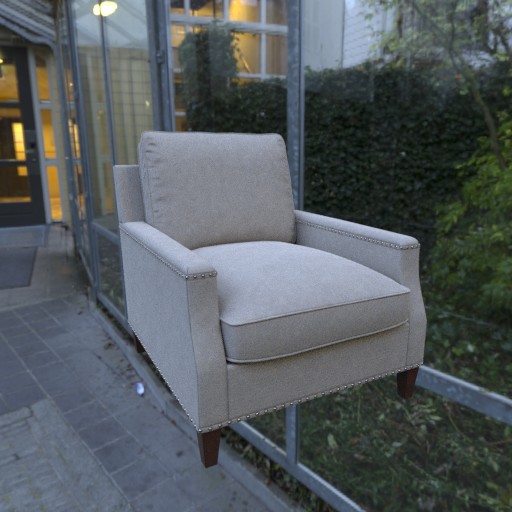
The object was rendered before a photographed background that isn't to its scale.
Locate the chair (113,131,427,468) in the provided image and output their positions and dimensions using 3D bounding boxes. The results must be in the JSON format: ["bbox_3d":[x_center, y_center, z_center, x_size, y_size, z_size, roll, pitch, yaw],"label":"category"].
[{"bbox_3d":[0.000,0.000,1.708,0.853,0.943,1.014,-7,15,-27],"label":"chair"}]
